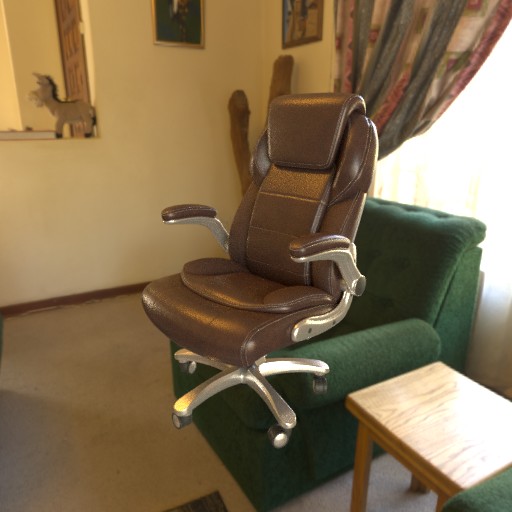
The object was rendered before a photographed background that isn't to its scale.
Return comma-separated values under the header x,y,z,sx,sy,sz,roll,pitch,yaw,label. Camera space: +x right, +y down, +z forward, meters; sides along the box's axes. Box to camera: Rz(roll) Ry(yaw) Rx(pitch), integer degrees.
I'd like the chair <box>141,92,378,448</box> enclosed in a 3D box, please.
x,y,z,sx,sy,sz,roll,pitch,yaw,label
0.000,0.000,1.650,0.774,1.160,0.733,-17,24,-42,chair
